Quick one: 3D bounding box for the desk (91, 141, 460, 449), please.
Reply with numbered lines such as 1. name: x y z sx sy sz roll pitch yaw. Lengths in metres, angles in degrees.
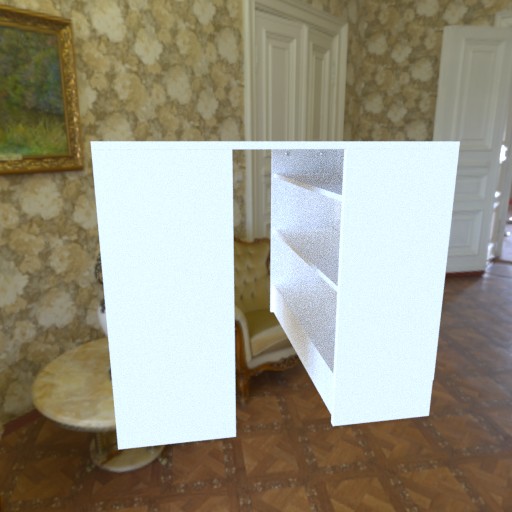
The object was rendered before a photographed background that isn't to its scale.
1. desk: 0.000 0.000 1.637 0.926 0.818 0.940 -2 15 -9
